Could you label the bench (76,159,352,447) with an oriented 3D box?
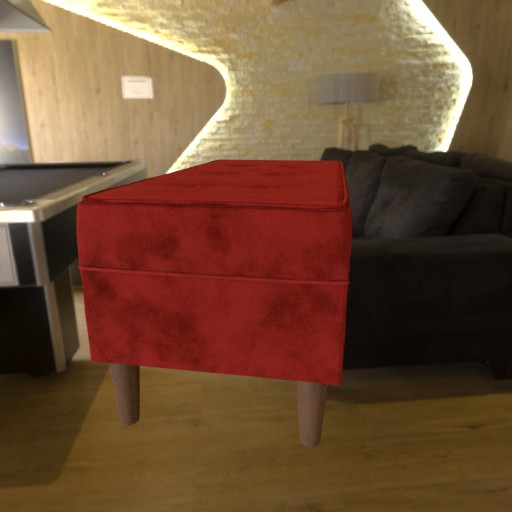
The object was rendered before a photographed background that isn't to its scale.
[{"bbox_3d":[0.000,0.000,1.263,0.492,0.471,1.016,3,16,10],"label":"bench"}]
